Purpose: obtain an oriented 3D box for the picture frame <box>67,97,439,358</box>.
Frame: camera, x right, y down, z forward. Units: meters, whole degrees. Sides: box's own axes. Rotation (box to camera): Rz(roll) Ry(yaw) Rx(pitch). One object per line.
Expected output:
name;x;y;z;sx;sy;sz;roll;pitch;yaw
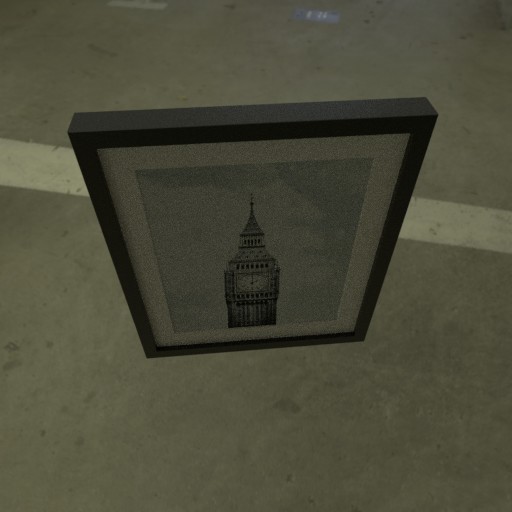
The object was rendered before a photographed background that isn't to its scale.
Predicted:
picture frame;0.000;0.000;0.540;0.328;0.378;0.034;-4;47;-4
